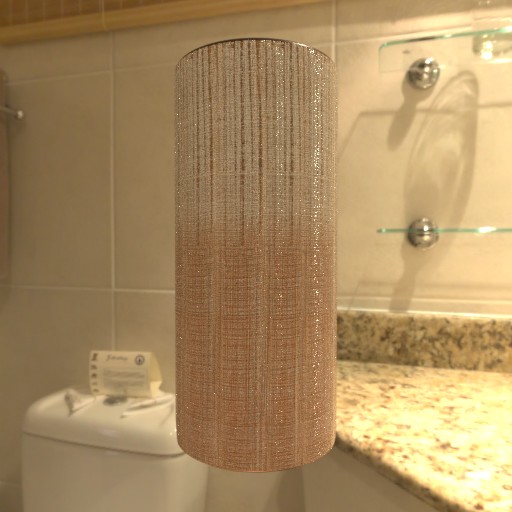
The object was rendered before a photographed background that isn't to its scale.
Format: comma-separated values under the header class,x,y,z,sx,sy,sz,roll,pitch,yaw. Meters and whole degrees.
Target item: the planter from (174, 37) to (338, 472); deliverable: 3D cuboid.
class,x,y,z,sx,sy,sz,roll,pitch,yaw
planter,0.000,0.000,0.278,0.100,0.227,0.100,0,1,-21
